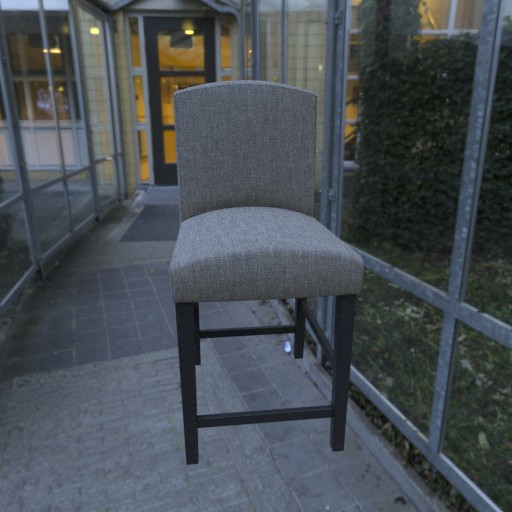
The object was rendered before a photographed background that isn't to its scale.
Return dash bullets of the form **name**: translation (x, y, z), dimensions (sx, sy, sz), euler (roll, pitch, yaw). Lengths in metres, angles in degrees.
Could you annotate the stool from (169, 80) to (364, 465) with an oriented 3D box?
- **stool**: translation (0.000, 0.000, 1.263), dimensions (0.451, 0.966, 0.552), euler (-2, 18, -7)
